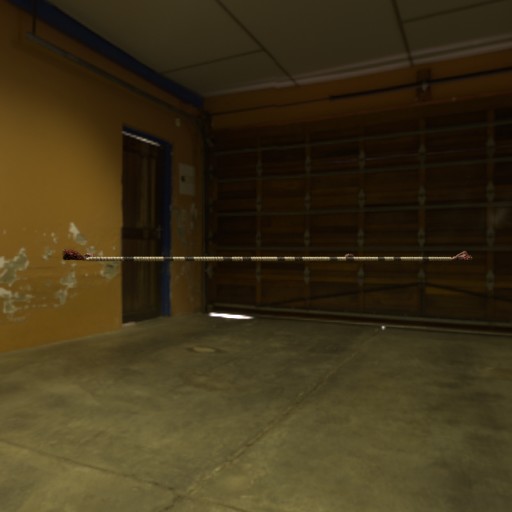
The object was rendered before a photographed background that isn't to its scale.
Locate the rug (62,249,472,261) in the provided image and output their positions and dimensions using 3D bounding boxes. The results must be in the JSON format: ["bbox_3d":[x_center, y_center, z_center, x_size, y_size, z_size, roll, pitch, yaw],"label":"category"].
[{"bbox_3d":[0.000,0.000,3.481,2.672,0.066,1.741,0,0,-19],"label":"rug"}]
